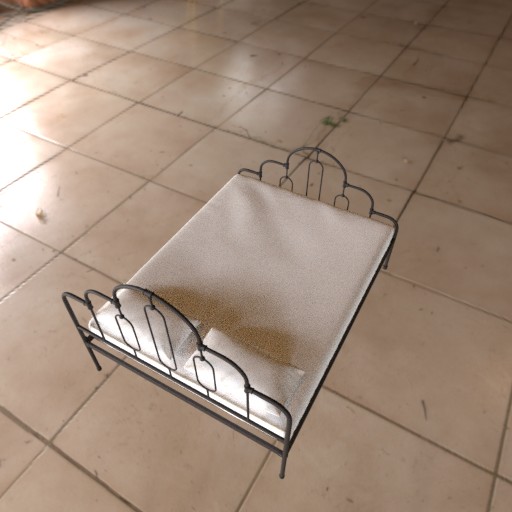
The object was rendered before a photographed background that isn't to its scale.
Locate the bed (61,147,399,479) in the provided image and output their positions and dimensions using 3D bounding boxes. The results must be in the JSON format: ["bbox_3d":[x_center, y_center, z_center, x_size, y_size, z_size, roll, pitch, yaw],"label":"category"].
[{"bbox_3d":[0.000,0.000,3.304,1.640,1.429,2.163,22,50,20],"label":"bed"}]
